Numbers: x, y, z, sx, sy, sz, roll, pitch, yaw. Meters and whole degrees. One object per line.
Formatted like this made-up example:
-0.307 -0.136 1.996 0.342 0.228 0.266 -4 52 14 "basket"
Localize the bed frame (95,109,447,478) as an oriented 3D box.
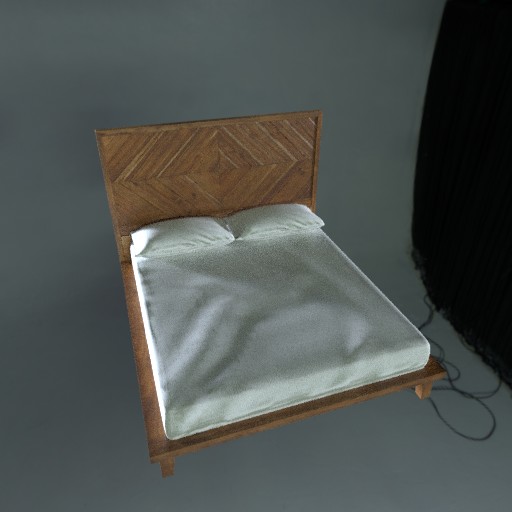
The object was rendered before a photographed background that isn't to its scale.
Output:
0.000 0.000 3.431 2.038 1.537 2.235 -10 34 -16 "bed frame"
